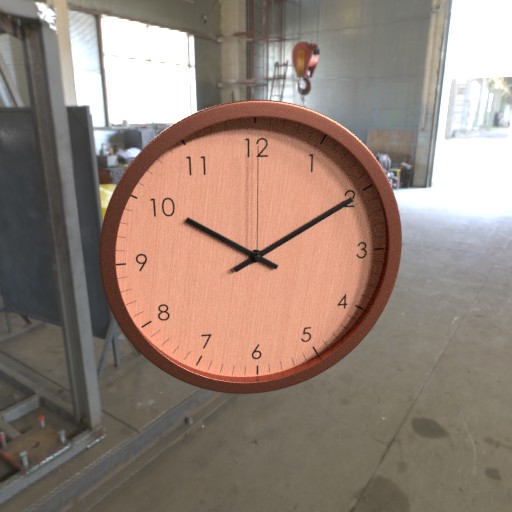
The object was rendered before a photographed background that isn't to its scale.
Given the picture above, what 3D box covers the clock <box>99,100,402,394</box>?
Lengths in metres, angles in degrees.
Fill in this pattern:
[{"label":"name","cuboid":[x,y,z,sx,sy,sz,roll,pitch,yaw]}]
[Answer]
[{"label":"clock","cuboid":[0.000,0.000,0.473,0.313,0.313,0.040,-3,18,-9]}]
